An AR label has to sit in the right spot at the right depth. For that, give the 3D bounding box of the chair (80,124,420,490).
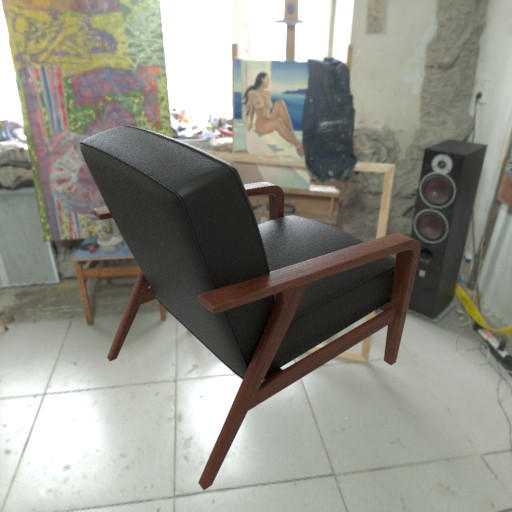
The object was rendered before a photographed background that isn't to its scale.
[{"bbox_3d":[0.000,0.000,1.473,0.889,0.861,0.719,-20,33,-33],"label":"chair"}]
